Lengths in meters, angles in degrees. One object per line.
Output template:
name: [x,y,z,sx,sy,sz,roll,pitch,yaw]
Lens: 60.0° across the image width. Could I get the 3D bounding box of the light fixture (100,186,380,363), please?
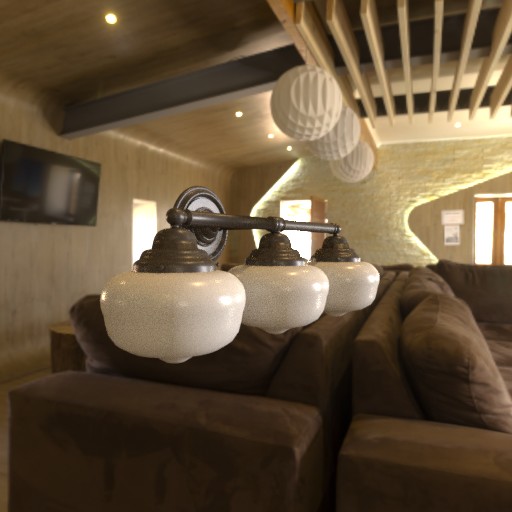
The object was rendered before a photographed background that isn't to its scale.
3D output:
light fixture: [0.000,0.000,0.706,0.239,0.242,0.587,1,1,36]
